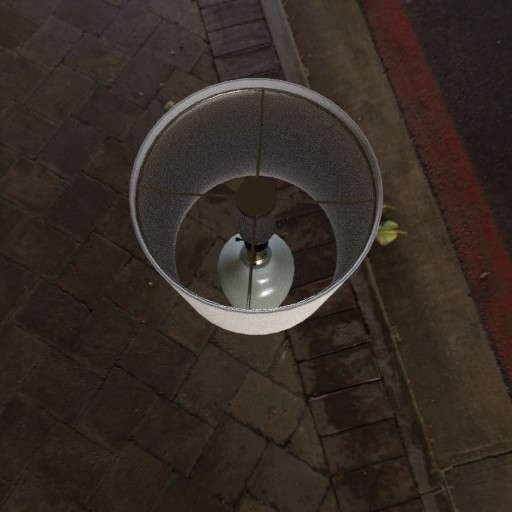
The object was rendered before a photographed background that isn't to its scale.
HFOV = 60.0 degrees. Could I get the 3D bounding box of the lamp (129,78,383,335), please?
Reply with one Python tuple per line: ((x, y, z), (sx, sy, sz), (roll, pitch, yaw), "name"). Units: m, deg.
((0.000, 0.000, 0.615), (0.220, 0.475, 0.220), (17, 76, 4), "lamp")
